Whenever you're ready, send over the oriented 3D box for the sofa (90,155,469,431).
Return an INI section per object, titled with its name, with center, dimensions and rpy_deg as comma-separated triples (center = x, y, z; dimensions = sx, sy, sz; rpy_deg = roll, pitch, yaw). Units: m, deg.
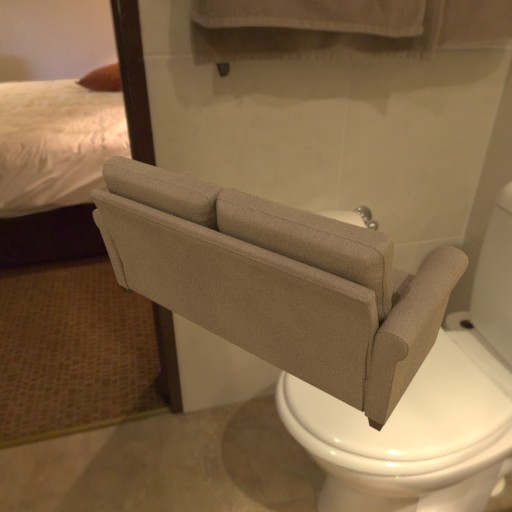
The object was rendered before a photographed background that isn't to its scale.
[sofa]
center = 0.000, 0.000, 2.404
dimensions = 1.935, 0.942, 0.842
rpy_deg = 21, 36, 32
